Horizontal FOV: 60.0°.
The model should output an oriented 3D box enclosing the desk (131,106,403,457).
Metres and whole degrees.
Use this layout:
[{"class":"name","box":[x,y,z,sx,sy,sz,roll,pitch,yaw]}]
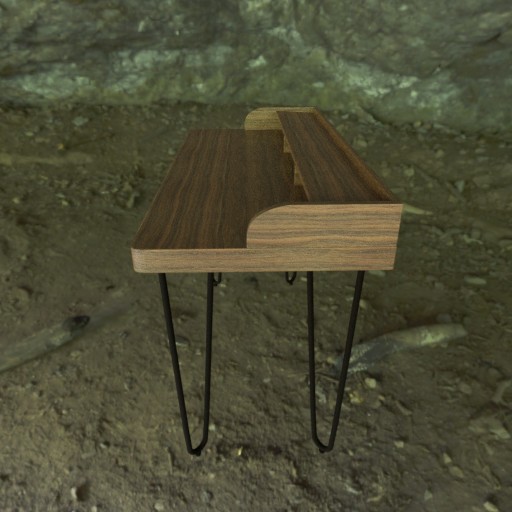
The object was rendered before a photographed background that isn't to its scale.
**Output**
[{"class":"desk","box":[0.000,0.000,1.614,0.565,0.854,1.200,-1,28,-1]}]
